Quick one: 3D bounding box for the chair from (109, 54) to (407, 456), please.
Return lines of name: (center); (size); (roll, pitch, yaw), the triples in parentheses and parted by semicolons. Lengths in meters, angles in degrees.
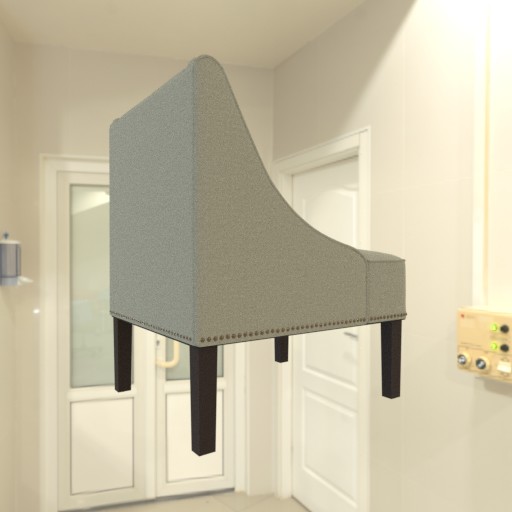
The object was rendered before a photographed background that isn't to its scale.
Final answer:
chair: (0.000, 0.000, 1.381); (0.737, 0.864, 0.610); (0, 0, -35)
